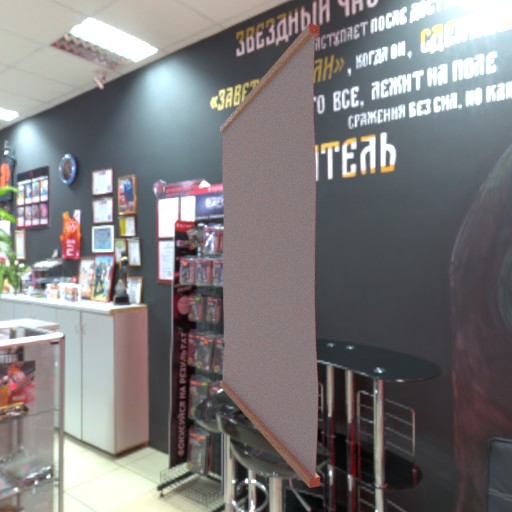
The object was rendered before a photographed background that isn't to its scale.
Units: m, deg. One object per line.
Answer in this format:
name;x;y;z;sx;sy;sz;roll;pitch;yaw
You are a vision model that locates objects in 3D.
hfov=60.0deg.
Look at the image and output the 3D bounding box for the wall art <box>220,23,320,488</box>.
wall art;0.000;0.000;0.679;0.013;0.508;0.406;0;0;-19
